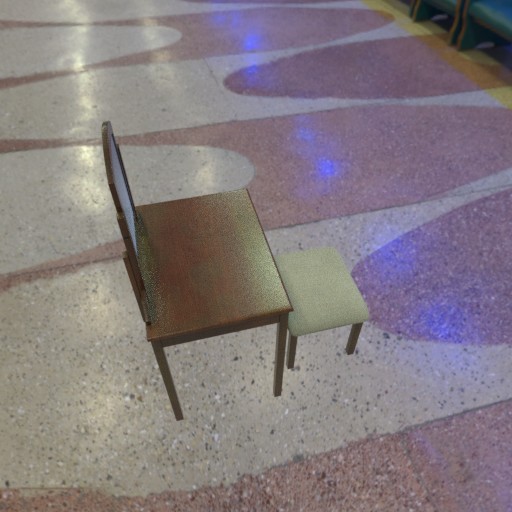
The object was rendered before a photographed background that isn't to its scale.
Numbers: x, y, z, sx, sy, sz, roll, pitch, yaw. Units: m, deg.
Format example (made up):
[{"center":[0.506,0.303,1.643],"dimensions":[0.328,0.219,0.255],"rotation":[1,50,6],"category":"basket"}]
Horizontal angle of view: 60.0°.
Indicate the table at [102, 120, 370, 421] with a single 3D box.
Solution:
[{"center":[0.000,0.000,2.312],"dimensions":[1.211,1.631,0.876],"rotation":[-11,48,-10],"category":"table"}]
